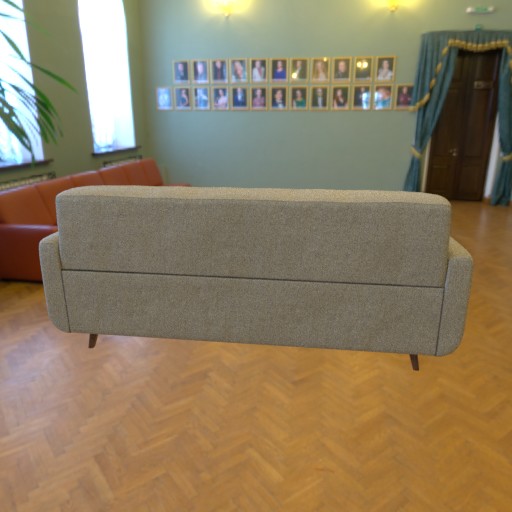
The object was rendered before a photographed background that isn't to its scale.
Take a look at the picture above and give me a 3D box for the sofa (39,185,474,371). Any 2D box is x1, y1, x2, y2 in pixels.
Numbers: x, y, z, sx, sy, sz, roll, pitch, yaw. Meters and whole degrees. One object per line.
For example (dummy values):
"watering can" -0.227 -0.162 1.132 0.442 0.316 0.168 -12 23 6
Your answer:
"sofa" 0.000 0.000 2.554 2.055 0.873 0.968 2 17 7
